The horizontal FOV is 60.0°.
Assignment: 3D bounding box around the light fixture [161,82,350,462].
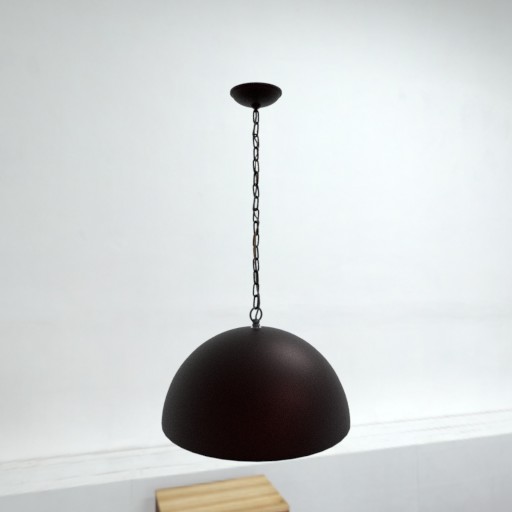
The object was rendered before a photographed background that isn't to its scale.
[{"bbox_3d":[0.000,0.000,1.178,0.492,0.869,0.492,0,0,-37],"label":"light fixture"}]
